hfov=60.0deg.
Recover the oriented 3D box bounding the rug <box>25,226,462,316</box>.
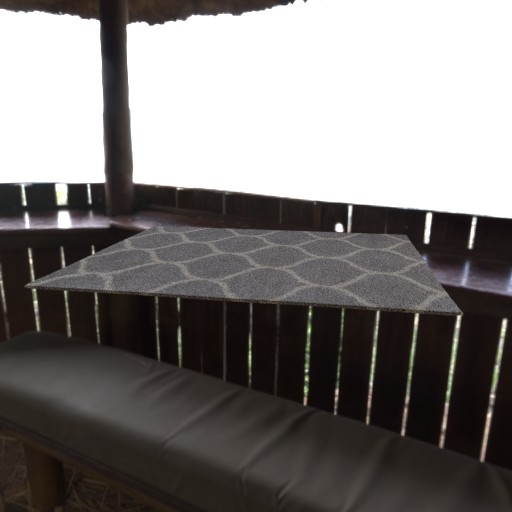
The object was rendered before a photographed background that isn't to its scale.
[{"bbox_3d":[0.000,0.000,4.096,3.000,0.026,2.399,3,15,10],"label":"rug"}]
